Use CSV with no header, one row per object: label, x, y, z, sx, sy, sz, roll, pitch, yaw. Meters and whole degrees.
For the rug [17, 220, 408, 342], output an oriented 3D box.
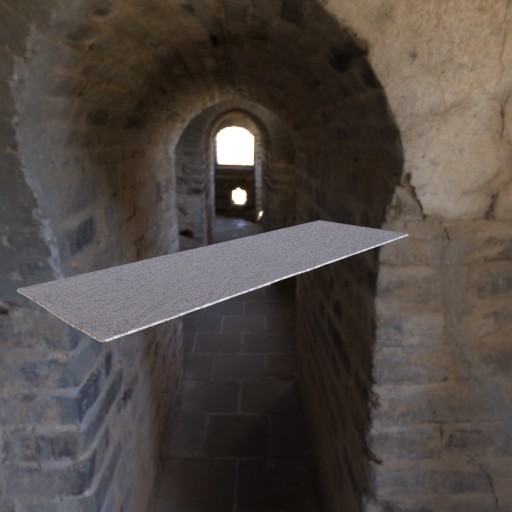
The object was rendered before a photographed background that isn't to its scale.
rug,0.000,0.000,2.661,0.807,0.013,2.436,14,20,41
